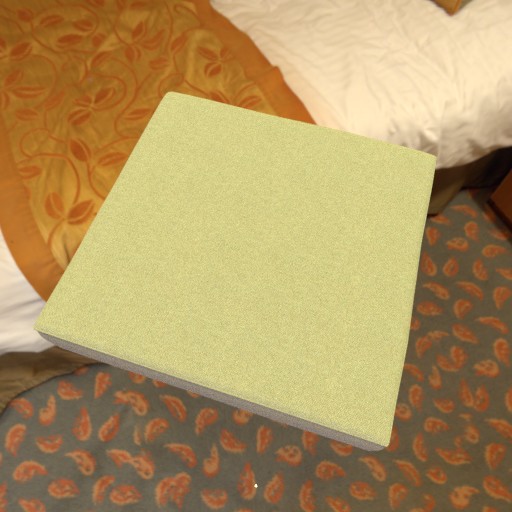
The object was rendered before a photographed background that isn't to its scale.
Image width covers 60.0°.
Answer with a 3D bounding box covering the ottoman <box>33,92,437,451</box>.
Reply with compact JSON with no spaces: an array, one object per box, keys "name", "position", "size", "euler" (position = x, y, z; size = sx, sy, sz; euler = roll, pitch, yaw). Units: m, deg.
[{"name":"ottoman","position":[0.000,0.000,1.499],"size":[1.004,0.379,0.968],"euler":[16,64,8]}]
